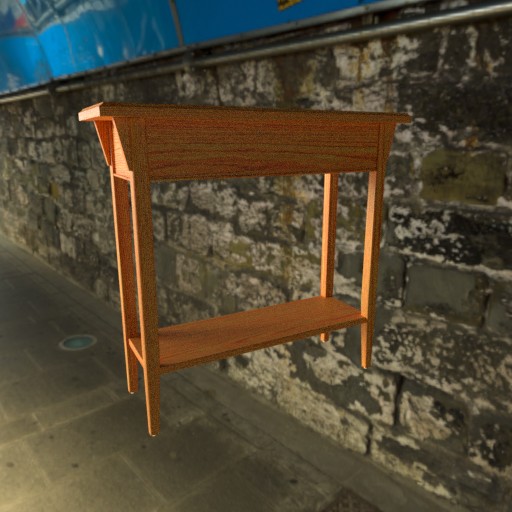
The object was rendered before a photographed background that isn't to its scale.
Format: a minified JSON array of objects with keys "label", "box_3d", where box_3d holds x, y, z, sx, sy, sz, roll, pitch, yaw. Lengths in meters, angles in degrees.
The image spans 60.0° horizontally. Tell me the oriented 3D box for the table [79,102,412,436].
[{"label":"table","box_3d":[0.000,0.000,1.145,0.762,0.711,0.254,-8,17,-28]}]
